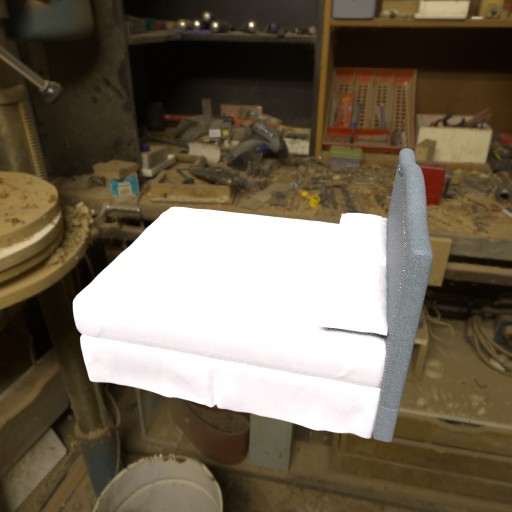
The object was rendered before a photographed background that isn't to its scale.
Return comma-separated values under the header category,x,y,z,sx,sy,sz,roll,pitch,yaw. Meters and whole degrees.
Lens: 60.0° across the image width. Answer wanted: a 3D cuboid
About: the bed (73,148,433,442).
category,x,y,z,sx,sy,sz,roll,pitch,yaw
bed,0.000,0.000,3.287,2.143,1.460,1.753,7,30,13
